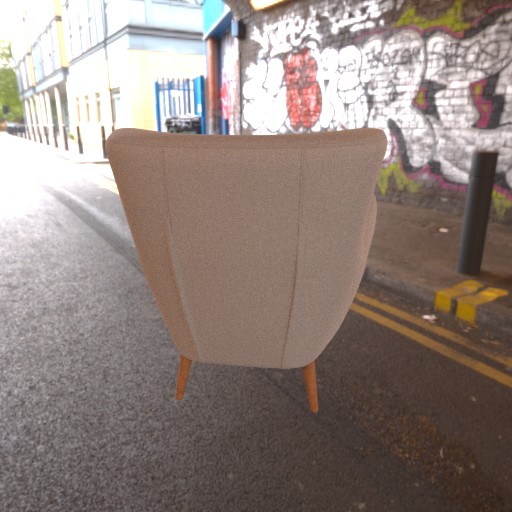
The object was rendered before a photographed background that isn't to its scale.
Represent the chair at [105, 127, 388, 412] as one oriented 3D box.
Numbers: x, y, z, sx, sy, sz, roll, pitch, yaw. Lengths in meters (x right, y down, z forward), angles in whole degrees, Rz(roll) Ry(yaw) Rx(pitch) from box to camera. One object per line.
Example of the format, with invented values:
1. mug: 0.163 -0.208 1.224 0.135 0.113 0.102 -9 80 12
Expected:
1. chair: 0.000 0.000 1.588 0.890 0.889 0.889 2 17 8
